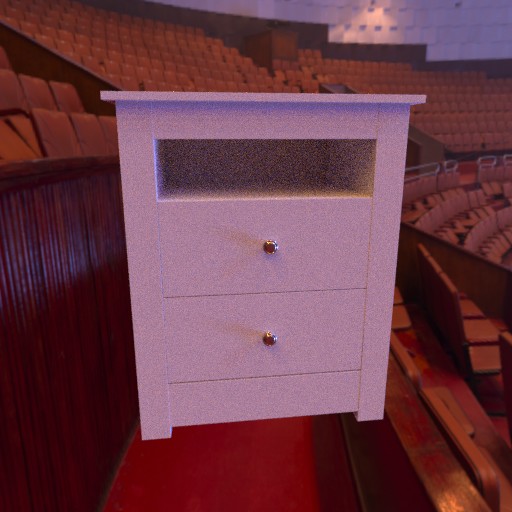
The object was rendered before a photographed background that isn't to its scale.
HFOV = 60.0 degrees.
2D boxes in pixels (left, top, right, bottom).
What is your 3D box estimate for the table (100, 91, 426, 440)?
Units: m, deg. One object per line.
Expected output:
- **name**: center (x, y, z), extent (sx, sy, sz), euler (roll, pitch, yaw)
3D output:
- **table**: center (0.000, 0.000, 1.076), extent (0.589, 0.711, 0.406), euler (-2, 15, -7)
